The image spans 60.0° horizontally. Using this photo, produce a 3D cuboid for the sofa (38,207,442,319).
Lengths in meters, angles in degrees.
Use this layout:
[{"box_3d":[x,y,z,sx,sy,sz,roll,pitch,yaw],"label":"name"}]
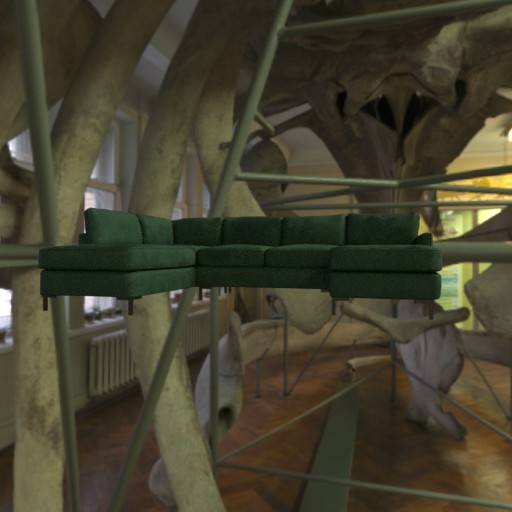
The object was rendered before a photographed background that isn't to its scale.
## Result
[{"box_3d":[0.000,0.000,3.932,2.994,0.861,1.992,0,0,18],"label":"sofa"}]
